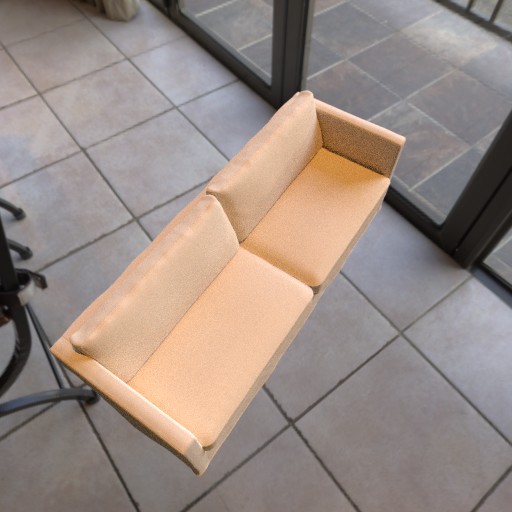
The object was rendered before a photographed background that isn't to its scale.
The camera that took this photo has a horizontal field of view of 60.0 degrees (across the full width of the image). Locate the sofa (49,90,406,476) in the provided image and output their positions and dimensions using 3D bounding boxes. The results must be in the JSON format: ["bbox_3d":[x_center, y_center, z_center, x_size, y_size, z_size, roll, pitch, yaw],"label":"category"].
[{"bbox_3d":[0.000,0.000,3.263,1.036,0.999,2.779,30,63,17],"label":"sofa"}]
